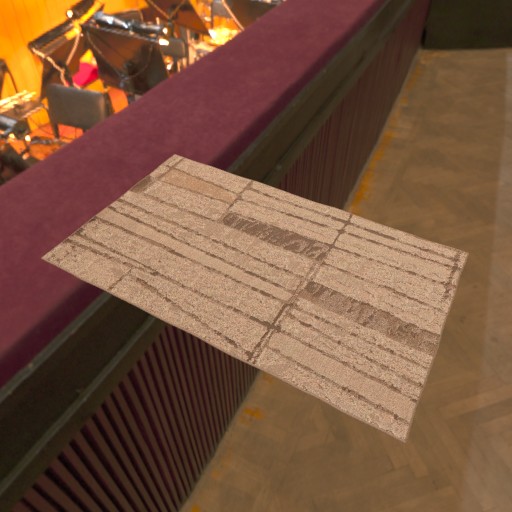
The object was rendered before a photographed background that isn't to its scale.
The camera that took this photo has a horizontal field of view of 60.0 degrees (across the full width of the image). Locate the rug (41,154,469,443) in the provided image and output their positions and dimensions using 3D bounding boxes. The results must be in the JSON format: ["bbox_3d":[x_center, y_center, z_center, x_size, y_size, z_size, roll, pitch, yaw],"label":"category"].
[{"bbox_3d":[0.000,0.000,1.040,0.867,0.007,0.515,22,49,21],"label":"rug"}]
